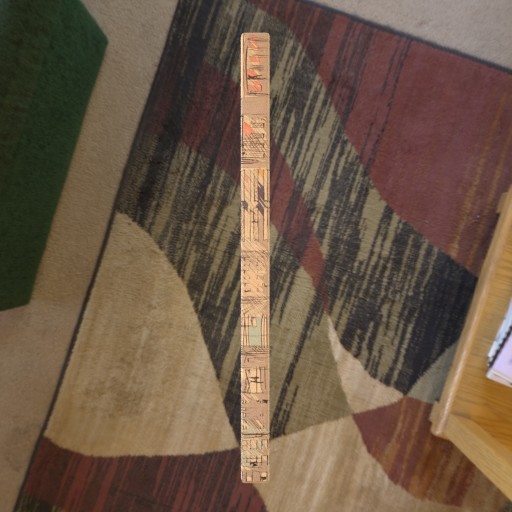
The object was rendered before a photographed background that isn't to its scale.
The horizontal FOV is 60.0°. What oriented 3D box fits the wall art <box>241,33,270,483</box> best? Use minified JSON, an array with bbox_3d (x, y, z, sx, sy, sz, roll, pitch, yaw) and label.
[{"bbox_3d":[0.000,0.000,0.898,0.038,0.608,0.607,0,91,0],"label":"wall art"}]
